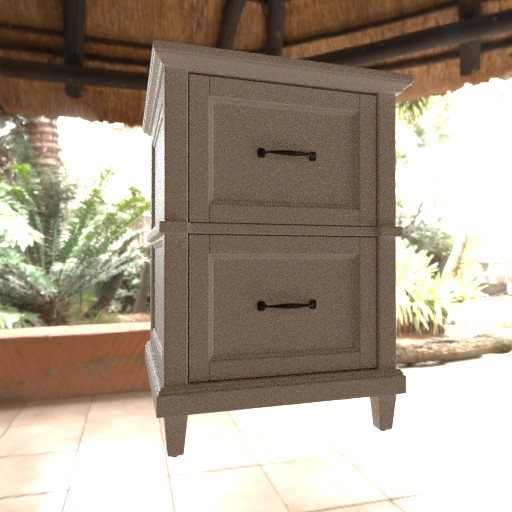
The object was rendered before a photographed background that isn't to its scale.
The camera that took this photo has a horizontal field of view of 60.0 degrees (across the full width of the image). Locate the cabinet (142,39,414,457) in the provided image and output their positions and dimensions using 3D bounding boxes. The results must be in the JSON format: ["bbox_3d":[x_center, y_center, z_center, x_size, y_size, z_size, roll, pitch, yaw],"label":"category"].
[{"bbox_3d":[0.000,0.000,1.132,0.544,0.775,0.547,0,0,-16],"label":"cabinet"}]
